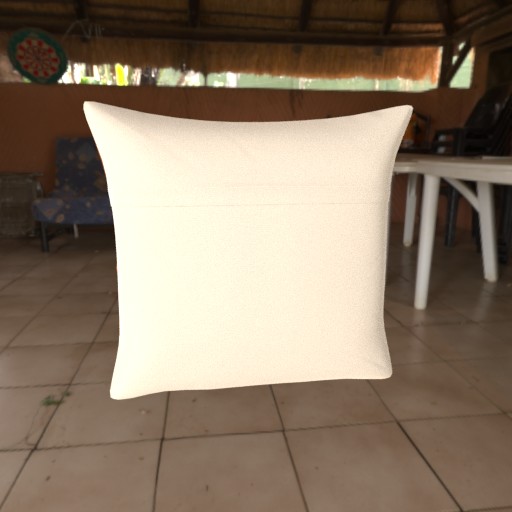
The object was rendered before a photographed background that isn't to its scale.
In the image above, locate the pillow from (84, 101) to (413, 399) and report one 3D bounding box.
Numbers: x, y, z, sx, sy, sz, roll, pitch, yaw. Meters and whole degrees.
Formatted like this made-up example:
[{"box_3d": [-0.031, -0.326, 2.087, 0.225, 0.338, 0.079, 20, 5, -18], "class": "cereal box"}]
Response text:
[{"box_3d": [0.000, 0.000, 0.730, 0.501, 0.477, 0.192, -2, 14, -8], "class": "pillow"}]
